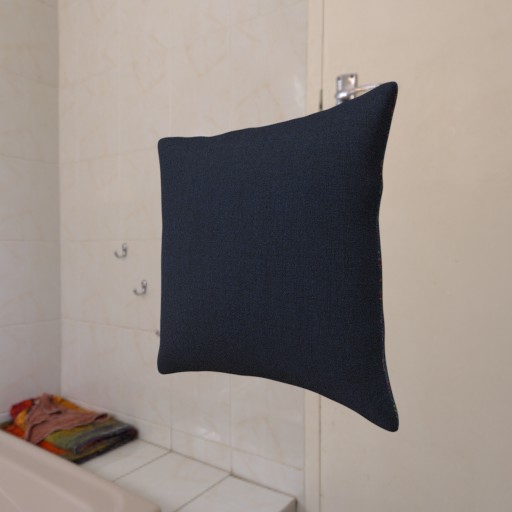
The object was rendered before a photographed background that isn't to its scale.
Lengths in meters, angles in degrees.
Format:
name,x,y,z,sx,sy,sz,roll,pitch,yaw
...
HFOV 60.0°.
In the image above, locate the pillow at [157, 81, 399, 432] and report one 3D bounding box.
name,x,y,z,sx,sy,sz,roll,pitch,yaw
pillow,0.000,0.000,0.667,0.431,0.431,0.141,0,1,36
